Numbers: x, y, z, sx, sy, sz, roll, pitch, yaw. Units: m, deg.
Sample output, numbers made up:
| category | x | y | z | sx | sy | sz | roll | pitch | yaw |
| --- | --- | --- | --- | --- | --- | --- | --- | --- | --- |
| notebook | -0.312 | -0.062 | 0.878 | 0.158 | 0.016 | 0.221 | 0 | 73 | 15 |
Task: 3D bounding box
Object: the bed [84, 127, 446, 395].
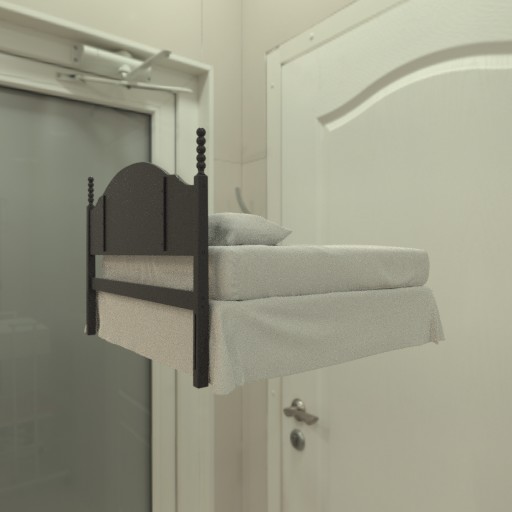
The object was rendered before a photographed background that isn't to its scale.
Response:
| category | x | y | z | sx | sy | sz | roll | pitch | yaw |
| --- | --- | --- | --- | --- | --- | --- | --- | --- | --- |
| bed | 0.000 | 0.000 | 3.703 | 2.219 | 1.355 | 2.322 | 0 | 0 | -37 |
